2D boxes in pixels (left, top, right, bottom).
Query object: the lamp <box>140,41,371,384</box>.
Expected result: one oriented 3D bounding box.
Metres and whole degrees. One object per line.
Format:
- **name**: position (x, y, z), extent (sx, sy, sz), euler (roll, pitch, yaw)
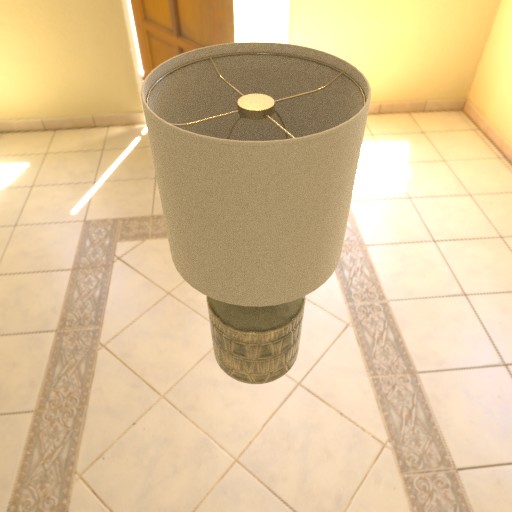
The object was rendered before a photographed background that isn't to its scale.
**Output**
- **lamp**: position (0.000, 0.000, 0.572), extent (0.211, 0.455, 0.211), euler (-11, 46, -11)
